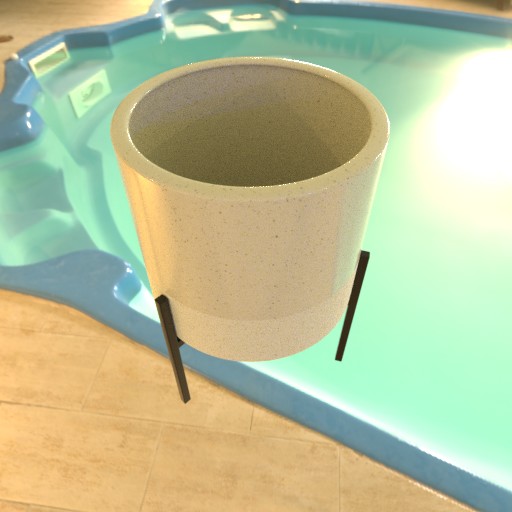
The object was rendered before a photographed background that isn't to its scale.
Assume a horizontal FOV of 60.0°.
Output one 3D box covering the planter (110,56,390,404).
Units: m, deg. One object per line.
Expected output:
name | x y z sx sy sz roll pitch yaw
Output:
planter | 0.000 0.000 0.328 0.159 0.230 0.152 10 47 9
